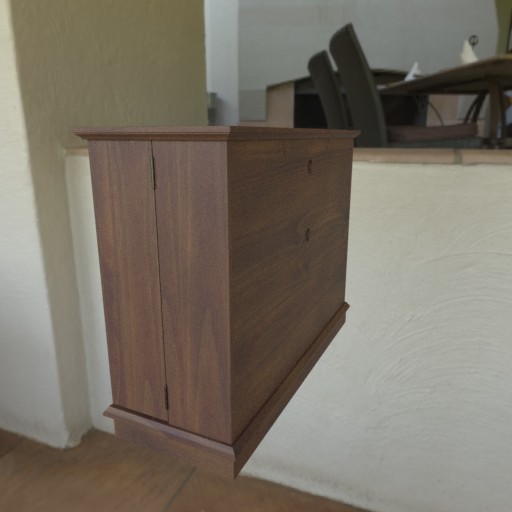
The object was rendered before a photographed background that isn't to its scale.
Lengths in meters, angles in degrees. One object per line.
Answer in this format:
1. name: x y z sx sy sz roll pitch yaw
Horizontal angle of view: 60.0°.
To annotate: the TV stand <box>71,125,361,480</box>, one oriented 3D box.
1. TV stand: 0.000 0.000 1.479 0.406 0.813 1.067 7 17 25
